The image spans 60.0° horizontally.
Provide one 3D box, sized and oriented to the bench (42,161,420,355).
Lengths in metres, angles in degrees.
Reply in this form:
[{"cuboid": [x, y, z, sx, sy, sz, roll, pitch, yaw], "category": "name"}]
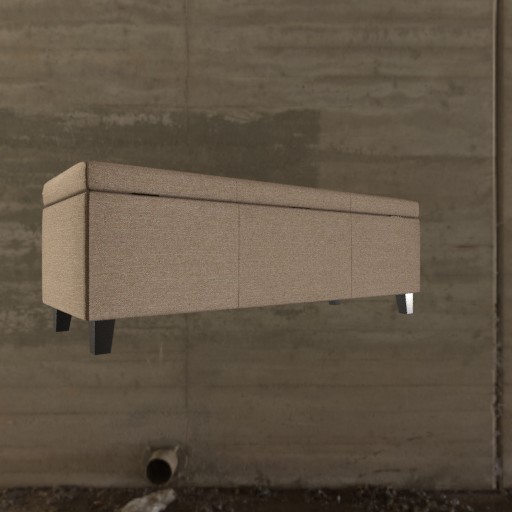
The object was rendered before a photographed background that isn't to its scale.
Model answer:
[{"cuboid": [0.000, 0.000, 1.496, 1.269, 0.438, 0.446, 0, 0, -37], "category": "bench"}]
